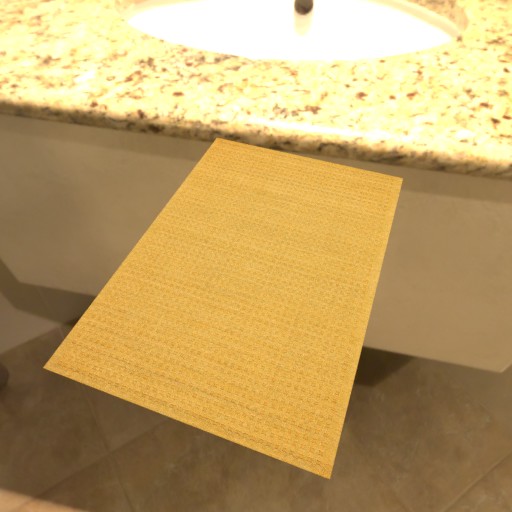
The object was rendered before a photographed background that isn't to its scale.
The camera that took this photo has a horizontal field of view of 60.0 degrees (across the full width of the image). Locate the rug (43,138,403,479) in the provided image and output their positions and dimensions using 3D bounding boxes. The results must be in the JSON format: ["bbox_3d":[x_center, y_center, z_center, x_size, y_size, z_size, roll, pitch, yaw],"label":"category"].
[{"bbox_3d":[0.000,0.000,3.659,1.981,0.006,2.895,16,50,13],"label":"rug"}]
